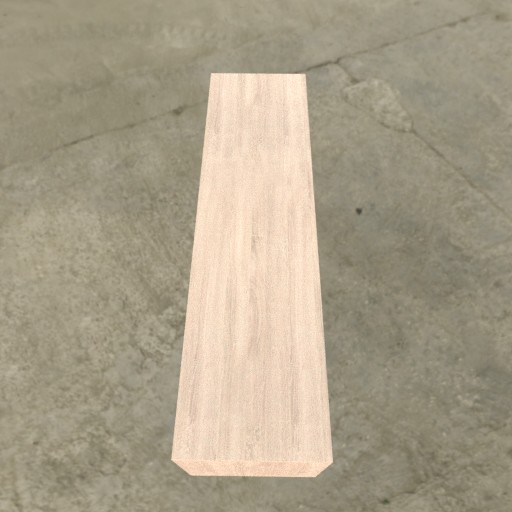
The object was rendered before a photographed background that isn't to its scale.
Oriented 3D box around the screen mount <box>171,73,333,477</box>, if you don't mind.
[{"bbox_3d":[0.000,0.000,1.704,0.400,0.510,1.500,1,59,0],"label":"screen mount"}]
